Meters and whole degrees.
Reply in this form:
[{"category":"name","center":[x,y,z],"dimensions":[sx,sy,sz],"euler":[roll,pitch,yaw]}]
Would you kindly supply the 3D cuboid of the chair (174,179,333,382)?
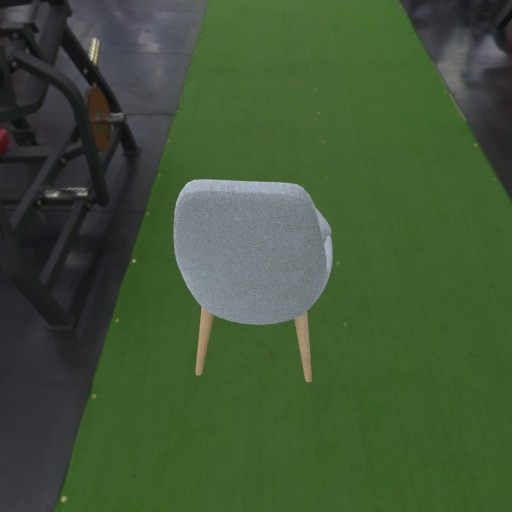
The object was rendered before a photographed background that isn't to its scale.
[{"category":"chair","center":[0.000,0.000,1.399],"dimensions":[0.510,1.040,0.660],"euler":[3,47,3]}]
